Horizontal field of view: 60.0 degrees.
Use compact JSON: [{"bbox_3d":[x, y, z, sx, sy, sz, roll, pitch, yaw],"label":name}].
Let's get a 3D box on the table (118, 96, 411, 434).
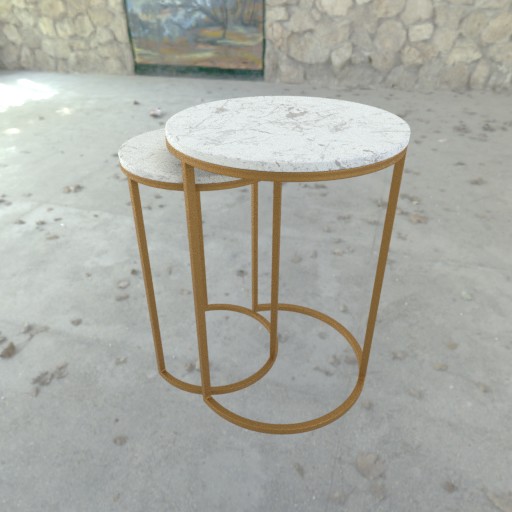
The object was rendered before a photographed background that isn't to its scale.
[{"bbox_3d":[0.000,0.000,0.902,0.507,0.550,0.400,10,33,15],"label":"table"}]
